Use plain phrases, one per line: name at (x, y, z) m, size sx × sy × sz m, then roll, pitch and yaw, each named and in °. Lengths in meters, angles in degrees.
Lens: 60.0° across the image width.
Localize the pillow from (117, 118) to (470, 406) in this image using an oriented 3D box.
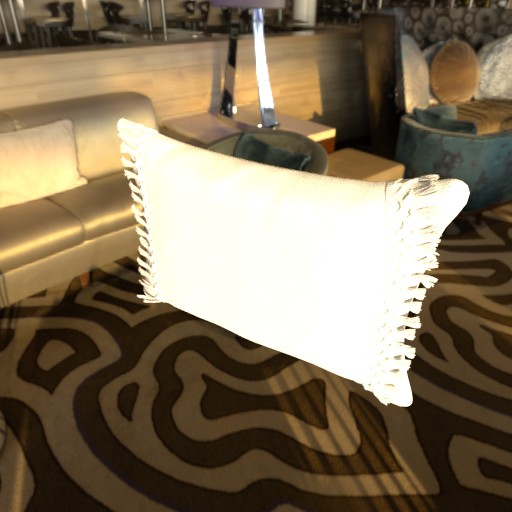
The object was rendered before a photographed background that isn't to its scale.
pillow at (0.000, 0.000, 0.587) m, size 0.466 × 0.305 × 0.084 m, roll 18°, pitch 35°, yaw 28°
